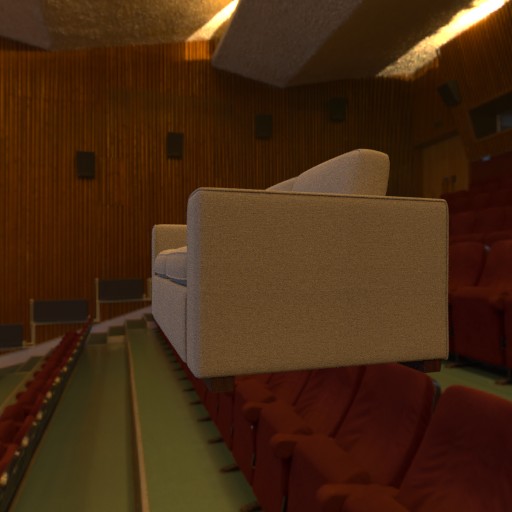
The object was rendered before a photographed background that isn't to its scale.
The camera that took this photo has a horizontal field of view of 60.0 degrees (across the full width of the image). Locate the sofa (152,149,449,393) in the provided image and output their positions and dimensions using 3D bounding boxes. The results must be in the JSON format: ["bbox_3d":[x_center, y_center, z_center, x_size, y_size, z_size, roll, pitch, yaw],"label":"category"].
[{"bbox_3d":[0.000,0.000,2.440,1.007,0.924,1.812,0,0,-18],"label":"sofa"}]
